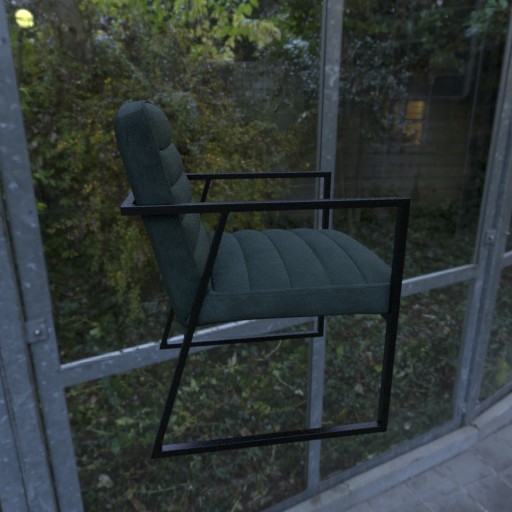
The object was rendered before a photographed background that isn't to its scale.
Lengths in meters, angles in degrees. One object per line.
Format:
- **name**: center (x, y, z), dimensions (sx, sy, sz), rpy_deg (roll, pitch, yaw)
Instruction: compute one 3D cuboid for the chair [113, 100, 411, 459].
- **chair**: center (0.000, 0.000, 1.273), dimensions (0.677, 0.833, 0.571), rpy_deg (-3, 17, -9)
